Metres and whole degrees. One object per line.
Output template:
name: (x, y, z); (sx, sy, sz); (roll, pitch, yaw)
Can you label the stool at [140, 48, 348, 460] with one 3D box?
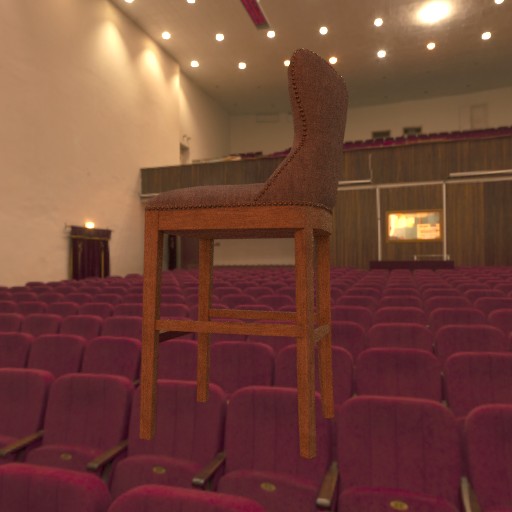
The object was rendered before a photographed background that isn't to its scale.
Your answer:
stool: (0.000, 0.000, 1.469); (0.606, 1.123, 0.494); (-1, -2, 18)
